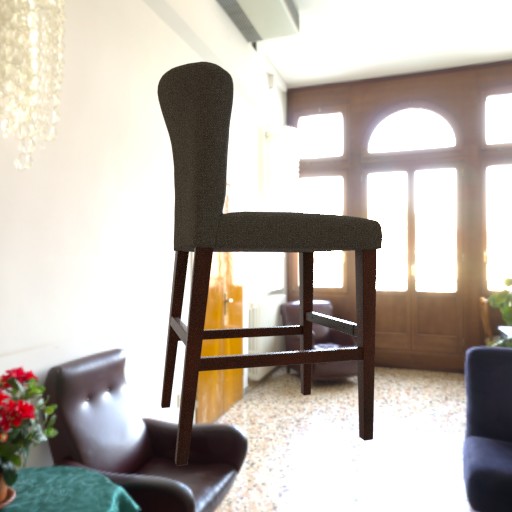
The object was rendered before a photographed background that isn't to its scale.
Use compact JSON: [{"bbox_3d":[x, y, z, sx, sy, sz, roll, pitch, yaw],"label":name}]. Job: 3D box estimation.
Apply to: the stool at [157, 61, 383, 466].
[{"bbox_3d":[0.000,0.000,1.303,0.568,0.968,0.479,0,-1,-17],"label":"stool"}]
